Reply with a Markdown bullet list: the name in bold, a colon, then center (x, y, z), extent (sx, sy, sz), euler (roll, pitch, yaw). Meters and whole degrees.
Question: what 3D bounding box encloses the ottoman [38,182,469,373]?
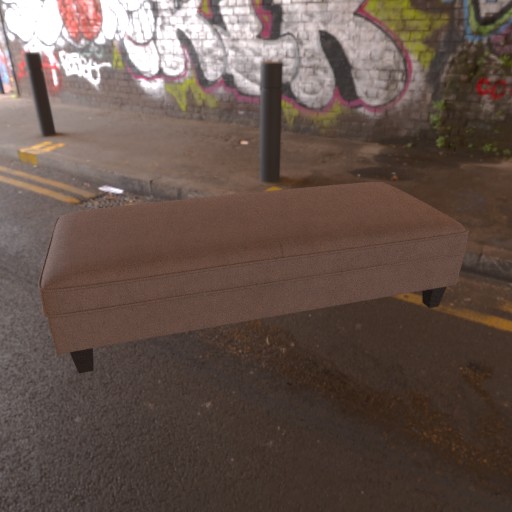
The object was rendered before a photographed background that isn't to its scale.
- **ottoman**: center (0.000, 0.000, 2.080), extent (1.764, 0.470, 0.751), euler (-8, 28, -15)
